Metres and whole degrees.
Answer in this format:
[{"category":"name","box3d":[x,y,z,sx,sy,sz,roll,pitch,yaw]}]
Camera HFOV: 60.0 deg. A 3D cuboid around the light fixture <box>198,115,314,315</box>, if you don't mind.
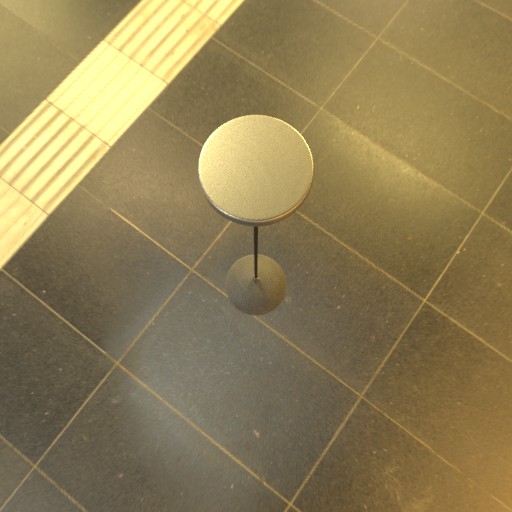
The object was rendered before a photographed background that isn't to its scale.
[{"category":"light fixture","box3d":[0.000,0.000,0.818,0.153,0.760,0.153,17,77,4]}]
